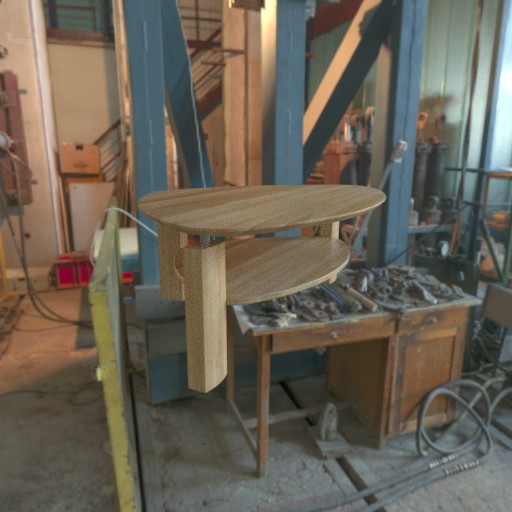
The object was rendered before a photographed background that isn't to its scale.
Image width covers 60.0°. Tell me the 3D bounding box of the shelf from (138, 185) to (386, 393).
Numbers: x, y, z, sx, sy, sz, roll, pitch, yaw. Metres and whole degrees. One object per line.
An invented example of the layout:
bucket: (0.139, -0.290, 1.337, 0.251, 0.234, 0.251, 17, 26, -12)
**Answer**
shelf: (0.000, 0.000, 1.632, 0.863, 0.439, 1.240, 7, 16, 26)
